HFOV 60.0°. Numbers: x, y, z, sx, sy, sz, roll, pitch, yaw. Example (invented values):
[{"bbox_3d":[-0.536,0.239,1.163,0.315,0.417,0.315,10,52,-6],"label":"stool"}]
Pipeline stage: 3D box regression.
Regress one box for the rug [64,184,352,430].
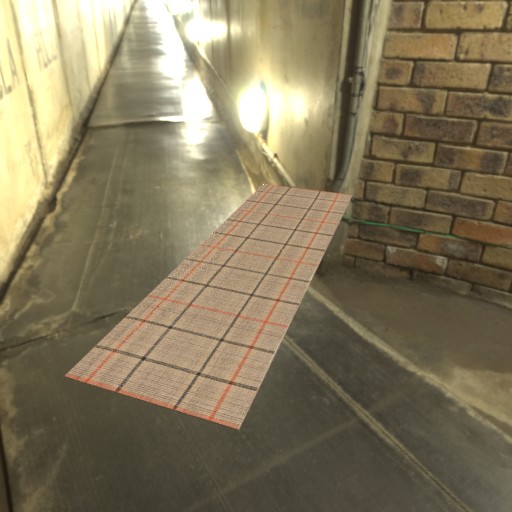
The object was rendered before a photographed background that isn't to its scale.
[{"bbox_3d":[0.000,0.000,2.684,0.762,0.008,2.439,10,30,18],"label":"rug"}]
